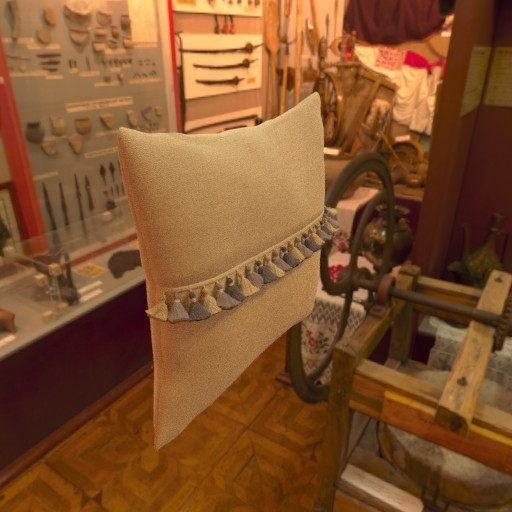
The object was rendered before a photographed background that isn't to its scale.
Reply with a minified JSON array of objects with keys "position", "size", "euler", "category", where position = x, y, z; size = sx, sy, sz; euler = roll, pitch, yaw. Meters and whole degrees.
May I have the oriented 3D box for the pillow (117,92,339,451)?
[{"position":[0.000,0.000,0.741],"size":[0.165,0.481,0.489],"euler":[17,30,31],"category":"pillow"}]
